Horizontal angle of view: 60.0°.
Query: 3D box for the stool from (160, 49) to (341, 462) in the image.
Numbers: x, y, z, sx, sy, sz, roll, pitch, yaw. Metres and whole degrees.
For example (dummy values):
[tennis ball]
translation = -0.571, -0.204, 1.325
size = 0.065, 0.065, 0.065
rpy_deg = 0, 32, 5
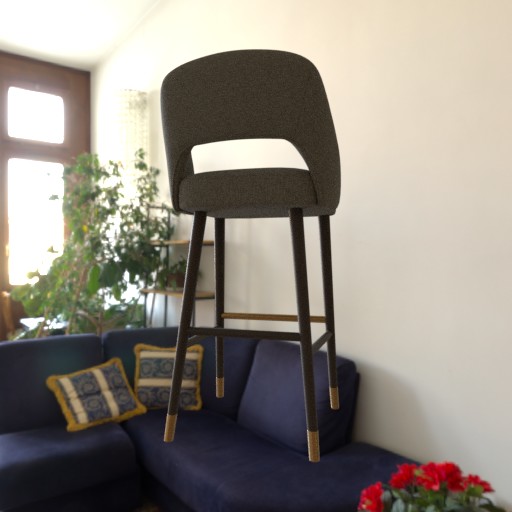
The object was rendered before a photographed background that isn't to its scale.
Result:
[stool]
translation = 0.000, 0.000, 1.410
size = 0.536, 1.089, 0.524
rpy_deg = 0, 0, 17
